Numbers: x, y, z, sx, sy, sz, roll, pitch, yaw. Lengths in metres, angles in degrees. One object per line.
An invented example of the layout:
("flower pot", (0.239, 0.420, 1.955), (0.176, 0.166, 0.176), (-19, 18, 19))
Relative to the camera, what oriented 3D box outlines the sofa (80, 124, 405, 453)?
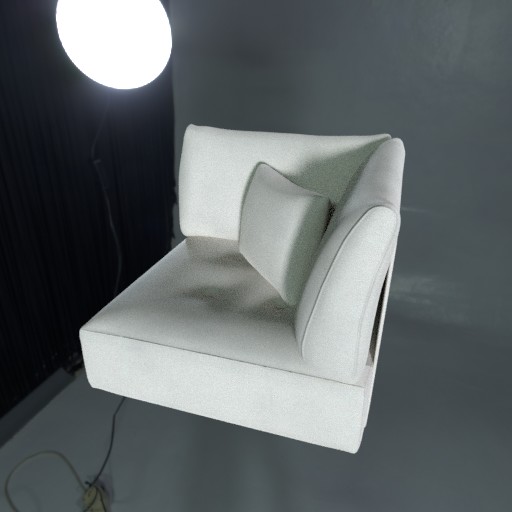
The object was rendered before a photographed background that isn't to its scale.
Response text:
("sofa", (0.000, 0.000, 1.715), (1.000, 0.820, 1.000), (8, 26, 16))
